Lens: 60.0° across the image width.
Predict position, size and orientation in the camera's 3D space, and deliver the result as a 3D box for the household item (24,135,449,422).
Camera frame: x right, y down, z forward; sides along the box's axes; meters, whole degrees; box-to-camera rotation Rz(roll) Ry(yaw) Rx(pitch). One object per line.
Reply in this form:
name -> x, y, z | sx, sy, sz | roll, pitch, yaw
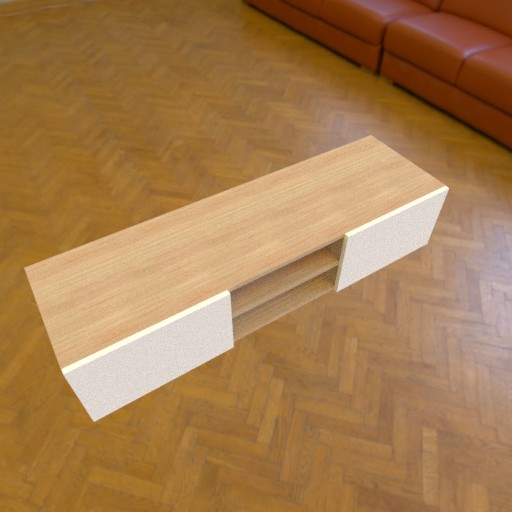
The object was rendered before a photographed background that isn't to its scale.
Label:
household item -> 0.000, 0.000, 1.591 | 1.400, 0.310, 0.420 | -25, 51, -21
